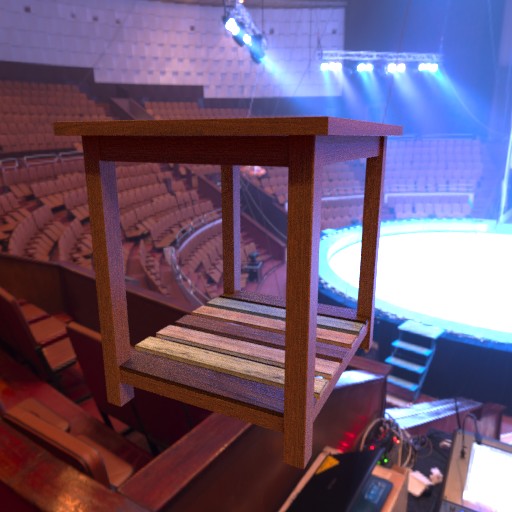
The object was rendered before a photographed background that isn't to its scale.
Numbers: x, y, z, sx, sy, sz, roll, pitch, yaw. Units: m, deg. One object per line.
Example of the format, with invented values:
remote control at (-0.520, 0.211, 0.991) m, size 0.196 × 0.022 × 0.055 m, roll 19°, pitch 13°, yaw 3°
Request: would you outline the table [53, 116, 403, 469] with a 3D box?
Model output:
table at (0.000, 0.000, 1.115) m, size 0.559 × 0.635 × 0.660 m, roll 7°, pitch 17°, yaw 26°
